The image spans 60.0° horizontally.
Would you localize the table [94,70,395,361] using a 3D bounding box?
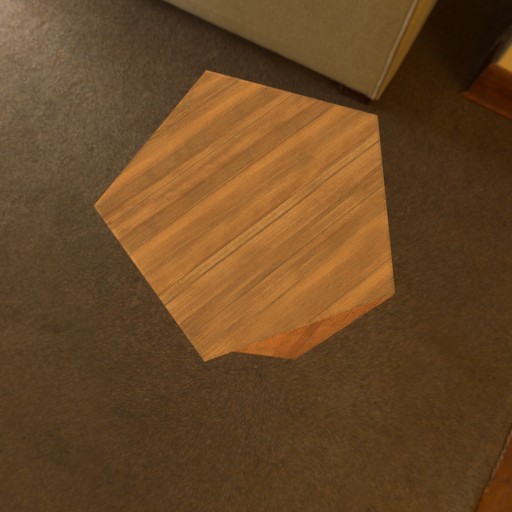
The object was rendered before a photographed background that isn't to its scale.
[{"bbox_3d":[0.000,0.000,0.898,0.425,0.604,0.441,-17,77,-4],"label":"table"}]
